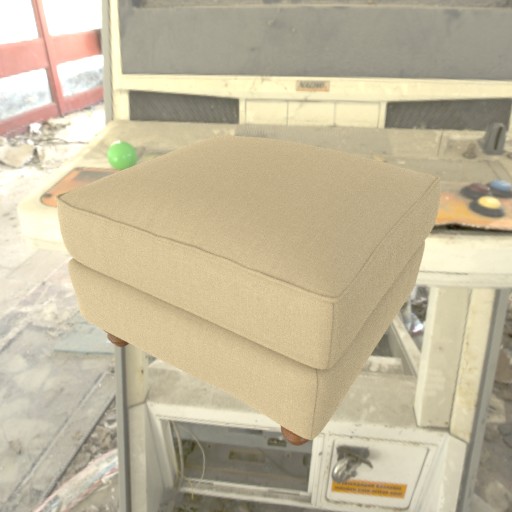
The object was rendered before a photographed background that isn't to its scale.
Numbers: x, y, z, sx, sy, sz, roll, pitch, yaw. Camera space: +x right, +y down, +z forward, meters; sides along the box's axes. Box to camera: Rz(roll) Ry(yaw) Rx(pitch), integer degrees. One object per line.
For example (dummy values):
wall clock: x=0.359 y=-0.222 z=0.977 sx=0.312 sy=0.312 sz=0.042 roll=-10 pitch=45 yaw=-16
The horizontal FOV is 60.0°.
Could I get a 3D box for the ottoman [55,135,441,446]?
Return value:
ottoman: x=0.000 y=0.000 z=1.128 sx=0.716 sy=0.505 sz=0.662 roll=19 pitch=36 yaw=29
